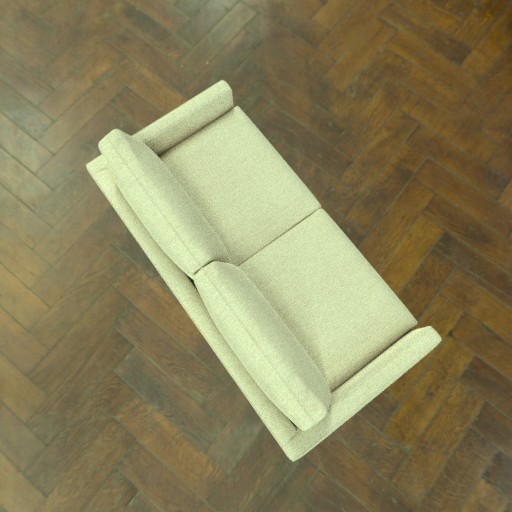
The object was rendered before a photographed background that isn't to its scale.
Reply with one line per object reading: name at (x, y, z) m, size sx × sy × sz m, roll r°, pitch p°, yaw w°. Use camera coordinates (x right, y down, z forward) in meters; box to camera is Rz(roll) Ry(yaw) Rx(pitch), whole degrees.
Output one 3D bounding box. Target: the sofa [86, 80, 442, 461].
sofa at (0.000, 0.000, 2.155) m, size 0.839 × 0.812 × 1.651 m, roll -35°, pitch 77°, yaw -9°
